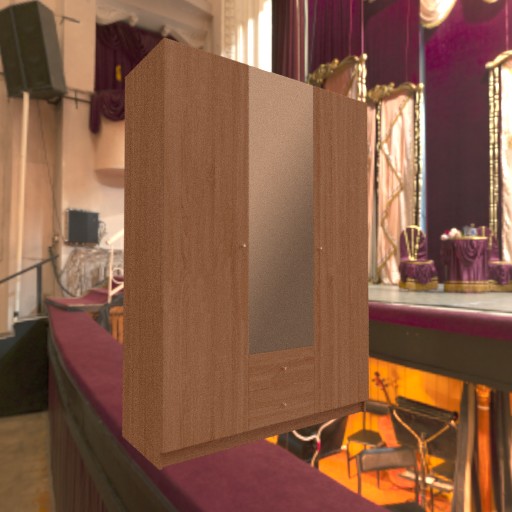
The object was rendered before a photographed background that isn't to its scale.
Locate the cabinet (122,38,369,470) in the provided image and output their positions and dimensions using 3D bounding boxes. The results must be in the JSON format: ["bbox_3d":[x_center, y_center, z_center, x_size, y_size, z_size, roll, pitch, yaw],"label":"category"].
[{"bbox_3d":[0.000,0.000,2.813,1.500,2.120,0.590,1,-2,-36],"label":"cabinet"}]
